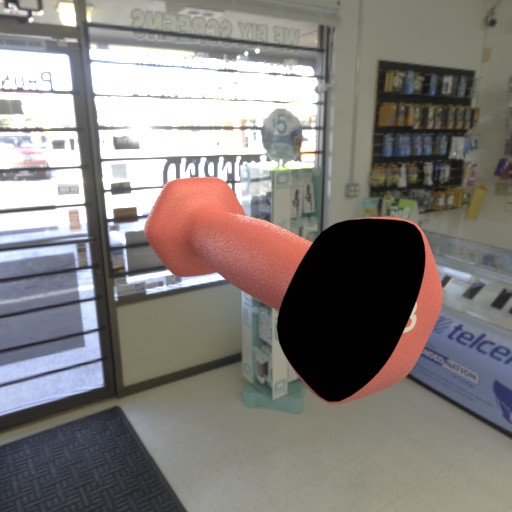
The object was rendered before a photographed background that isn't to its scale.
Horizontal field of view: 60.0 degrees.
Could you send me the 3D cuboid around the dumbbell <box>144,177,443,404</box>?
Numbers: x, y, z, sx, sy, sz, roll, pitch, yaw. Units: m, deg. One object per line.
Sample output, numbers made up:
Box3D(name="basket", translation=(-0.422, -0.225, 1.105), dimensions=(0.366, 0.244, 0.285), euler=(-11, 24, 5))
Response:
Box3D(name="dumbbell", translation=(0.000, 0.000, 0.149), dimensions=(0.047, 0.043, 0.123), euler=(-8, 18, -27))
